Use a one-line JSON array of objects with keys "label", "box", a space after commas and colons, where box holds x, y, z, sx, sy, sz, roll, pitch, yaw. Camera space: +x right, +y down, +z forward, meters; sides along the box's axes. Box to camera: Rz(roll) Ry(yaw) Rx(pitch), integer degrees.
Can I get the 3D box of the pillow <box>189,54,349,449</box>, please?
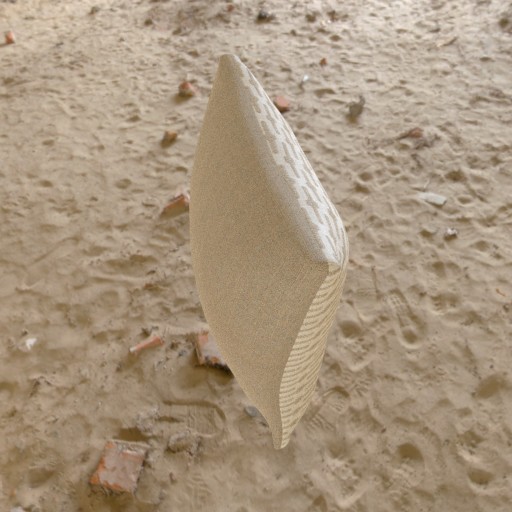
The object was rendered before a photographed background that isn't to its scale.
[{"label": "pillow", "box": [0.000, 0.000, 0.769, 0.219, 0.491, 0.496, -10, 49, -9]}]
